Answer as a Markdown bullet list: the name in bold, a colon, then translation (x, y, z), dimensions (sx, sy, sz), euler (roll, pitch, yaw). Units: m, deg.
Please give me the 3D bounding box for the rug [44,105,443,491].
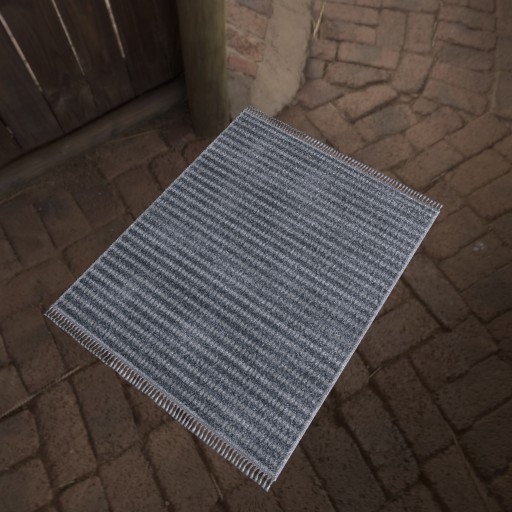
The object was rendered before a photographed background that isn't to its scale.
- **rug**: translation (0.000, 0.000, 3.906), dimensions (2.256, 0.013, 2.910), euler (32, 67, 16)
